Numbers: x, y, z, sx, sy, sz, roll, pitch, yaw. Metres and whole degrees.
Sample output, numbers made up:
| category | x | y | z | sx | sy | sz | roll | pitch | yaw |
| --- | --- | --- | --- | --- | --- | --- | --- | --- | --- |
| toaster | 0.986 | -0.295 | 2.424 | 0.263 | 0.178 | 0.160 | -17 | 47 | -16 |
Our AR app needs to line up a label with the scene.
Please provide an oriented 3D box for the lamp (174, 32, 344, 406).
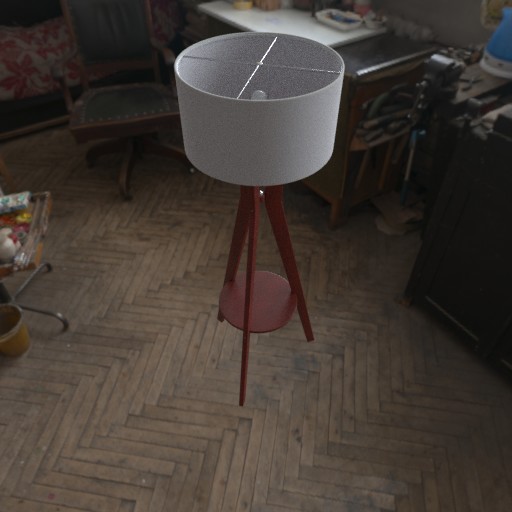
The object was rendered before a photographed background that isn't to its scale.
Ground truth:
| category | x | y | z | sx | sy | sz | roll | pitch | yaw |
| --- | --- | --- | --- | --- | --- | --- | --- | --- | --- |
| lamp | 0.000 | 0.000 | 1.736 | 0.539 | 1.472 | 0.542 | 11 | 46 | 11 |
